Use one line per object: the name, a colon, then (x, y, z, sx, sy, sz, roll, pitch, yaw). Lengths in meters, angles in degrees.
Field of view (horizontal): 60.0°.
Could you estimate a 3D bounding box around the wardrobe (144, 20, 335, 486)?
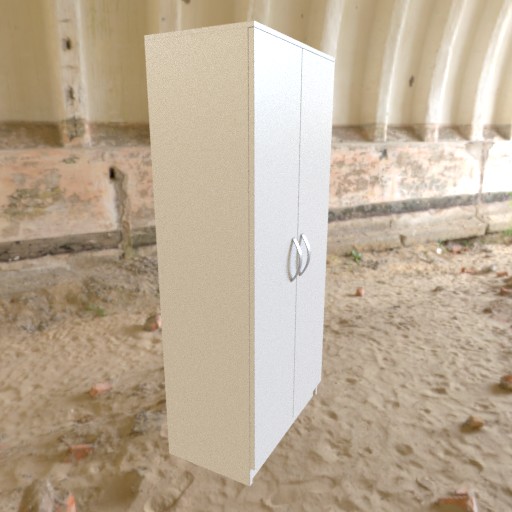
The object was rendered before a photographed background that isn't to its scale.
wardrobe: (0.000, 0.000, 1.968, 0.470, 1.700, 0.760, 8, 17, 27)
